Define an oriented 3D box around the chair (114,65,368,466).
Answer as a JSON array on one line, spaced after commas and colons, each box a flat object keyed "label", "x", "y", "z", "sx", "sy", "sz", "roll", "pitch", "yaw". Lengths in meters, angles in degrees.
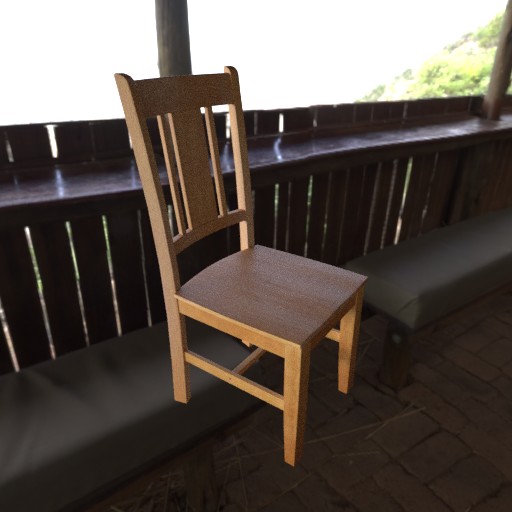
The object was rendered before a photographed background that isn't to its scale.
[{"label": "chair", "x": 0.000, "y": 0.000, "z": 1.300, "sx": 0.556, "sy": 0.998, "sz": 0.450, "roll": 17, "pitch": 31, "yaw": 31}]
